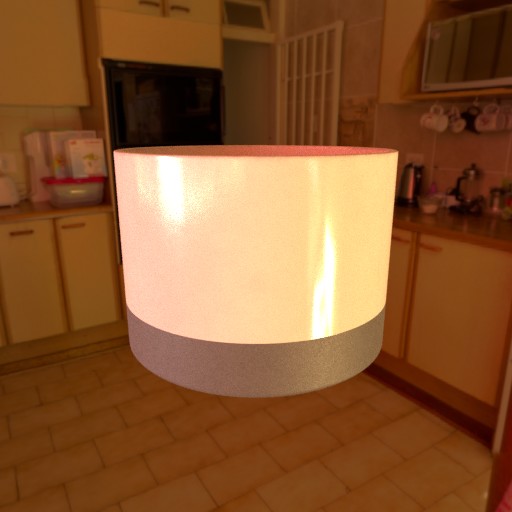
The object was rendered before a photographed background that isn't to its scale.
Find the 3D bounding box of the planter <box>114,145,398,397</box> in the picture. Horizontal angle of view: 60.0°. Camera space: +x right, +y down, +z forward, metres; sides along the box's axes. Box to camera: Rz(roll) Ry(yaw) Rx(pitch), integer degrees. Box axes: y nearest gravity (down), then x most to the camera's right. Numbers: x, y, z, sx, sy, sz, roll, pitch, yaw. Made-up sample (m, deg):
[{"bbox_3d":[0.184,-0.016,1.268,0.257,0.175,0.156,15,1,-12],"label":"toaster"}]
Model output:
[{"bbox_3d":[0.000,0.000,0.223,0.128,0.105,0.128,0,16,0],"label":"planter"}]
